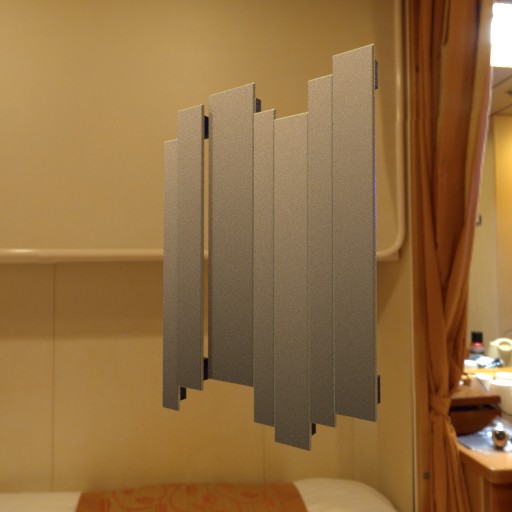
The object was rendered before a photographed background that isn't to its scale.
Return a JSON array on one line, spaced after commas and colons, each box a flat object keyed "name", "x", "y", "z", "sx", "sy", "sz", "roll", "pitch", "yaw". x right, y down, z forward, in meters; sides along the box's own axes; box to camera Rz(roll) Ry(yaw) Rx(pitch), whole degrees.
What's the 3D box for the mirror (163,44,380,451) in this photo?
[{"name": "mirror", "x": 0.000, "y": 0.000, "z": 0.770, "sx": 0.445, "sy": 0.611, "sz": 0.058, "roll": -1, "pitch": -2, "yaw": 35}]
